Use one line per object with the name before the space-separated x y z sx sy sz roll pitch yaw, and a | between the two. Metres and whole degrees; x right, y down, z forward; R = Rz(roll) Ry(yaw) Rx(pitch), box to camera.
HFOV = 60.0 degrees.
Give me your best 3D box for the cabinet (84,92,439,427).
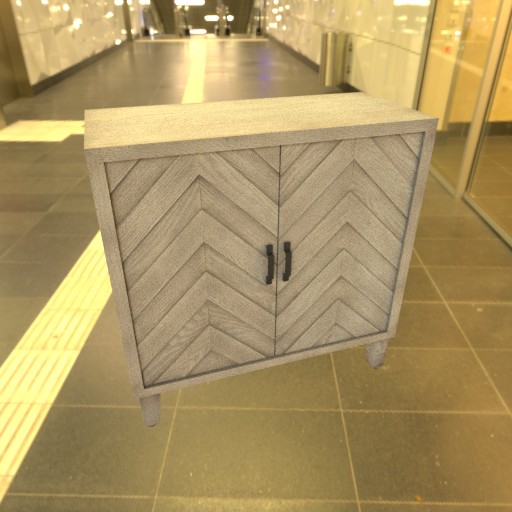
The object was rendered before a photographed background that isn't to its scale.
cabinet | 0.000 0.000 1.261 0.781 0.787 0.370 -9 31 -16
